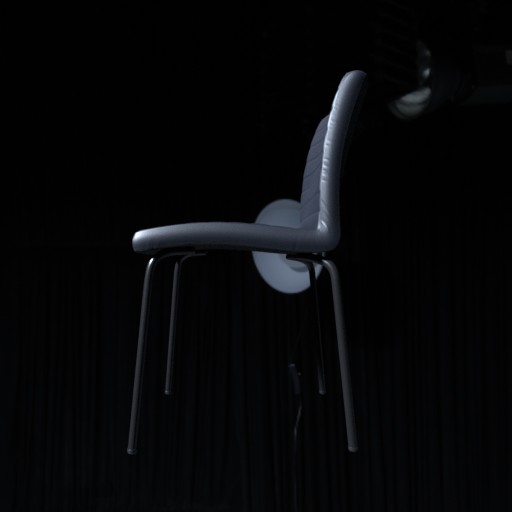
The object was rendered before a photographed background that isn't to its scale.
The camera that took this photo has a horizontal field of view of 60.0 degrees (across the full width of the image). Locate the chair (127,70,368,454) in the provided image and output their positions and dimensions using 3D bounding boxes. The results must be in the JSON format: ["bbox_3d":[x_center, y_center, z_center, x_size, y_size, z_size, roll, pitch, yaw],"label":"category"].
[{"bbox_3d":[0.000,0.000,1.198,0.572,0.872,0.450,0,0,-1],"label":"chair"}]
